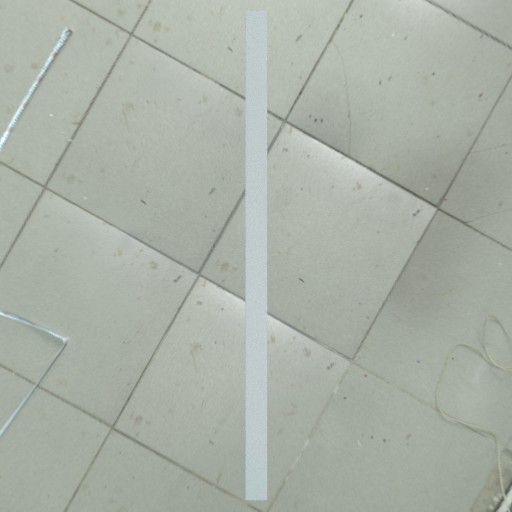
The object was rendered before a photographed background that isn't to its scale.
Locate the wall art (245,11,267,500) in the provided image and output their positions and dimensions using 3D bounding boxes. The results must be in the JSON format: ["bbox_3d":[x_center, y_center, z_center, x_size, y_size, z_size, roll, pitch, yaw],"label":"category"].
[{"bbox_3d":[0.000,0.000,1.412,0.051,0.761,1.138,0,90,0],"label":"wall art"}]
